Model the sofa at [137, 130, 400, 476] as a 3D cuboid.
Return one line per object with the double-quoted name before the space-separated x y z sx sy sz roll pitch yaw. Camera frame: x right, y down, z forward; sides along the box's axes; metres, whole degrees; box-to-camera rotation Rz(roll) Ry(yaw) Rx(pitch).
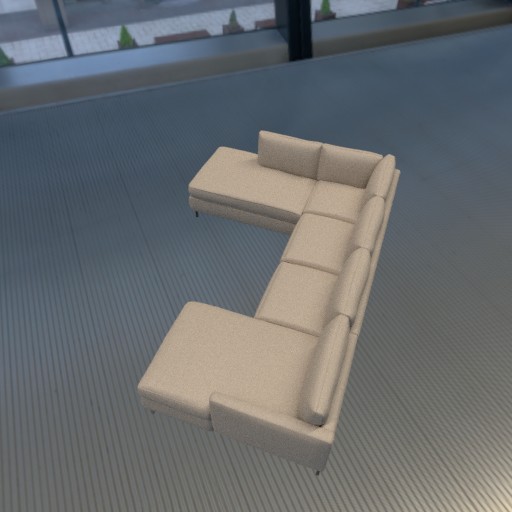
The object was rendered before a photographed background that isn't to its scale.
"sofa" 0.000 0.000 3.601 1.879 0.756 2.737 15 48 14
